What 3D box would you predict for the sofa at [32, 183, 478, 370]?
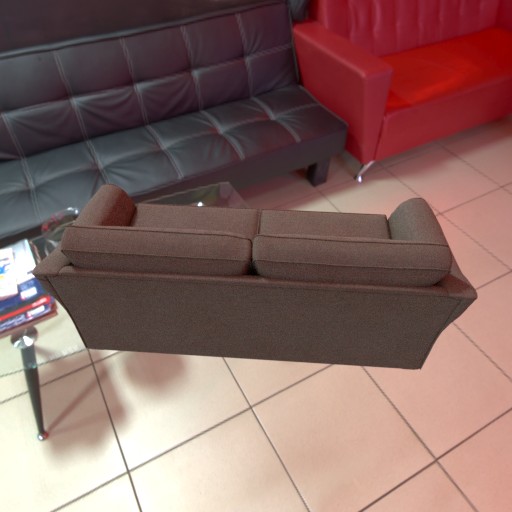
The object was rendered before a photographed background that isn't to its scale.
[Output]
[{"bbox_3d":[0.000,0.000,2.747,2.270,0.906,0.986,3,47,3],"label":"sofa"}]
